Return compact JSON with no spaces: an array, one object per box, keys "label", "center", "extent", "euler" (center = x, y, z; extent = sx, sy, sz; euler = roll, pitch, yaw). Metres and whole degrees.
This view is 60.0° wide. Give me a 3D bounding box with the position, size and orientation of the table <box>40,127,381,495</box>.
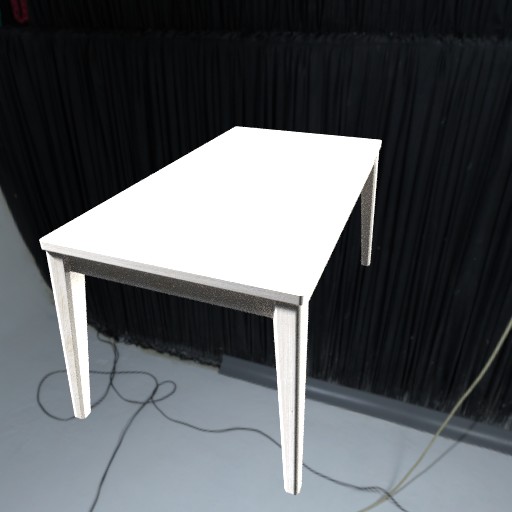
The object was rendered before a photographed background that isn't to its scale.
[{"label":"table","center":[0.000,0.000,2.037],"extent":[0.900,0.760,1.600],"euler":[11,31,18]}]
